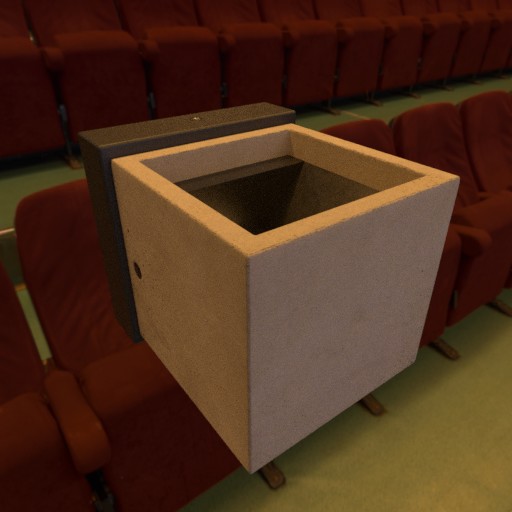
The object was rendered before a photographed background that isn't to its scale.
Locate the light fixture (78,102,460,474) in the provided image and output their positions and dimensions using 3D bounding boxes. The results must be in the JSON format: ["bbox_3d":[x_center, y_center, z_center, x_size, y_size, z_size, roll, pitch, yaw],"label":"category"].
[{"bbox_3d":[0.000,0.000,0.236,0.121,0.121,0.143,-21,37,-31],"label":"light fixture"}]
